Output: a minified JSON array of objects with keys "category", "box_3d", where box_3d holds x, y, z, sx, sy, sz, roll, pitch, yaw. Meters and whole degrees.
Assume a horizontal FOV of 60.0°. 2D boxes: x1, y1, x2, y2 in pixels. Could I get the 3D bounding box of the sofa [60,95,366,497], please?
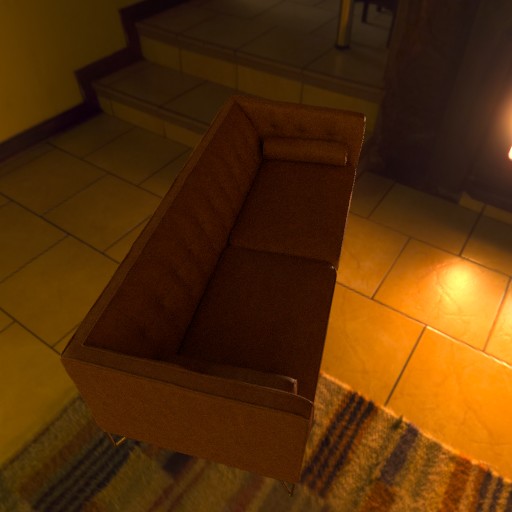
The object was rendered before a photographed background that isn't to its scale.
[{"category":"sofa","box_3d":[0.000,0.000,2.435,0.912,0.798,2.079,11,47,10]}]
